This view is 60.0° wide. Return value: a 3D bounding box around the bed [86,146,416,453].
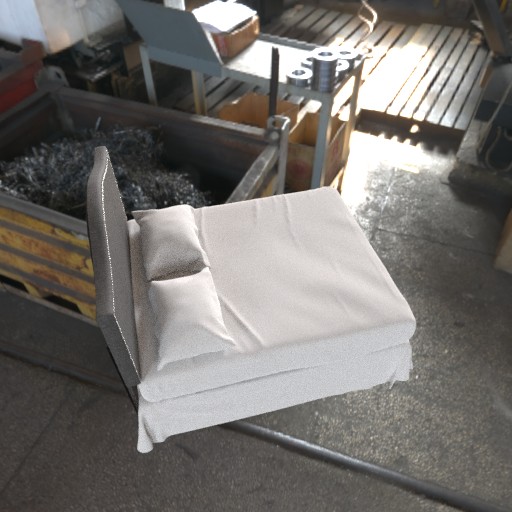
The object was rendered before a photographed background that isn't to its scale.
[{"bbox_3d":[0.000,0.000,3.382,2.221,1.645,1.876,-11,48,-10],"label":"bed"}]
